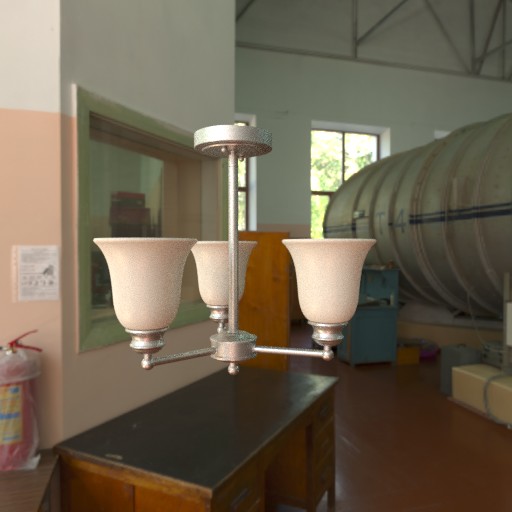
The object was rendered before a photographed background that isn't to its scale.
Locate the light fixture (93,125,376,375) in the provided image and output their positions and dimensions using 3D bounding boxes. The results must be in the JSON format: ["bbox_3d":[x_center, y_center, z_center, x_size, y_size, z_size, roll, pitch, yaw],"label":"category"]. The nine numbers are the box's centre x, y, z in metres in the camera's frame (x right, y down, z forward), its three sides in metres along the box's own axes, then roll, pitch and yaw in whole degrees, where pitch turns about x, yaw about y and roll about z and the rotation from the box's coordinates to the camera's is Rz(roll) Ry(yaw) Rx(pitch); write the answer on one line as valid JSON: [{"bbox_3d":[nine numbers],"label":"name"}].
[{"bbox_3d":[0.000,0.000,0.675,0.354,0.370,0.388,0,1,19],"label":"light fixture"}]
